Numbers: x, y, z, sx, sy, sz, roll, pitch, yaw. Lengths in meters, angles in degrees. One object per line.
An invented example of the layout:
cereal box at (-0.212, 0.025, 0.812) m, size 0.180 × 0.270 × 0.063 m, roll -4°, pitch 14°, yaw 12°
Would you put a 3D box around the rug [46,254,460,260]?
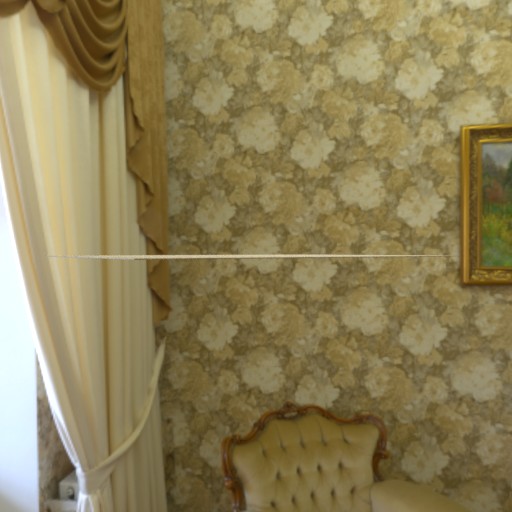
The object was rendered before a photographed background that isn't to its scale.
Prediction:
rug at (0.000, 0.000, 3.754) m, size 2.895 × 0.006 × 1.981 m, roll 0°, pitch 1°, yaw -36°
